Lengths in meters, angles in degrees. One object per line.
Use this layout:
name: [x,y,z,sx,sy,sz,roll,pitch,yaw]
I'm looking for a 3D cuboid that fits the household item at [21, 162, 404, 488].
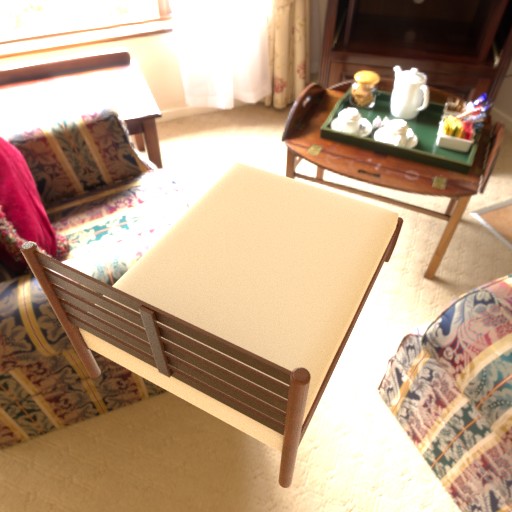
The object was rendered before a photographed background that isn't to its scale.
household item: [0.000,0.000,3.225,1.663,1.356,2.232,21,50,19]
